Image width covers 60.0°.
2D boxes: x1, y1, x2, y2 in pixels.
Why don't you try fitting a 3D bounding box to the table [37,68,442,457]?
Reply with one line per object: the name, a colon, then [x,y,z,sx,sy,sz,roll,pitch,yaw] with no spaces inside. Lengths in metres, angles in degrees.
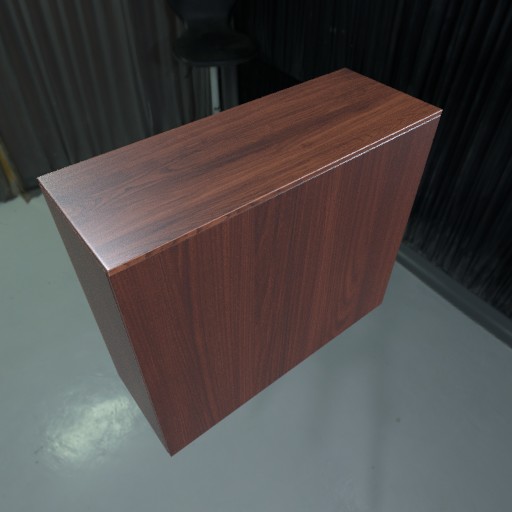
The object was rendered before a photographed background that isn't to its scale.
table: [0.000,0.000,1.325,0.930,0.790,0.380,-29,51,-26]
